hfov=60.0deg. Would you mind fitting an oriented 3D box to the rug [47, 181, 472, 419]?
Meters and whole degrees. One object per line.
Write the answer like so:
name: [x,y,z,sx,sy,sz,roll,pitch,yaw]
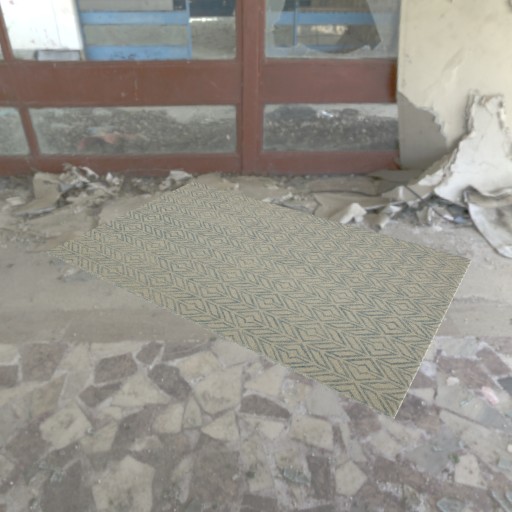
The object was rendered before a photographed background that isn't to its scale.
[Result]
rug: [0.000,0.000,2.999,2.441,0.008,1.526,20,37,28]
